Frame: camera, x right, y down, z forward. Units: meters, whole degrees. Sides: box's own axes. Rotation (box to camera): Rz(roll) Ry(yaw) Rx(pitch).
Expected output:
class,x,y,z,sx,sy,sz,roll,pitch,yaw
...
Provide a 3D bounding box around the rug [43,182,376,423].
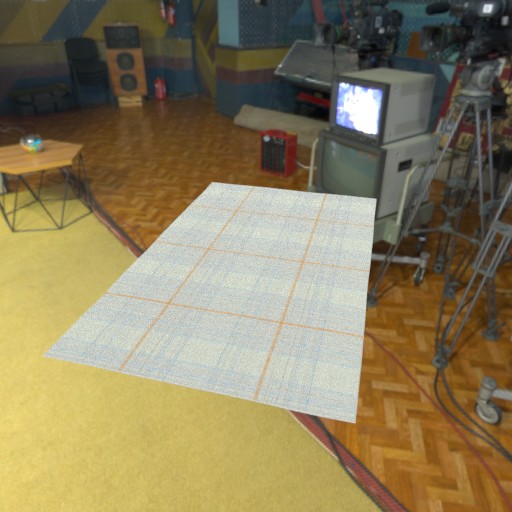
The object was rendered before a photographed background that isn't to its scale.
class,x,y,z,sx,sy,sz,roll,pitch,yaw
rug,0.000,0.000,3.037,1.527,0.016,2.442,8,31,13
